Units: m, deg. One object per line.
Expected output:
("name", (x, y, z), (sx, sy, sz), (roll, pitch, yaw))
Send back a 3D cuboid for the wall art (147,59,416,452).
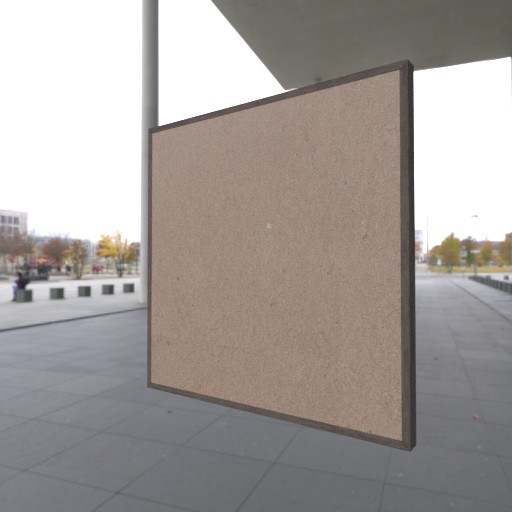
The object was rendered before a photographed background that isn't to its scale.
("wall art", (0.000, 0.000, 1.098), (0.762, 0.762, 0.038), (-1, -1, 36))
